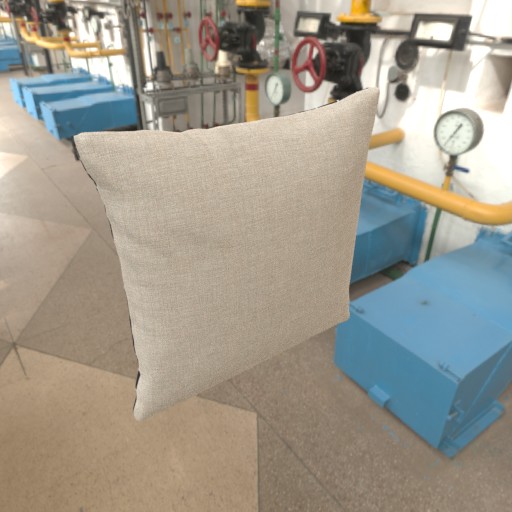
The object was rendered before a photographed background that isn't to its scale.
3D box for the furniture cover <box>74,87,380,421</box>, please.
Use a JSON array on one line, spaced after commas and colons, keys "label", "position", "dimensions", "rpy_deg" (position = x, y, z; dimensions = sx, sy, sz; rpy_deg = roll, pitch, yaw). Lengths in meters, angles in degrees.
[{"label": "furniture cover", "position": [0.000, 0.000, 0.771], "dimensions": [0.517, 0.508, 0.158], "rpy_deg": [-19, 36, -29]}]
